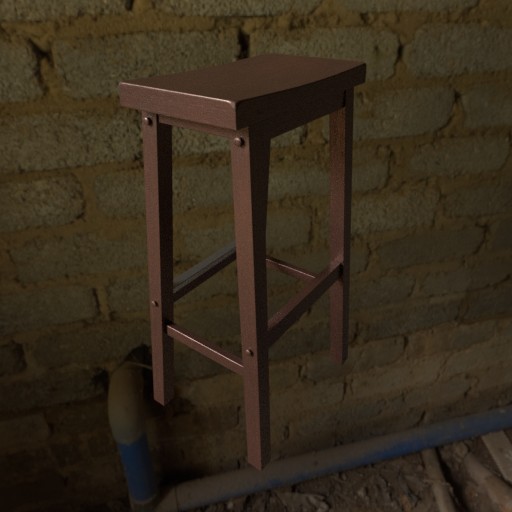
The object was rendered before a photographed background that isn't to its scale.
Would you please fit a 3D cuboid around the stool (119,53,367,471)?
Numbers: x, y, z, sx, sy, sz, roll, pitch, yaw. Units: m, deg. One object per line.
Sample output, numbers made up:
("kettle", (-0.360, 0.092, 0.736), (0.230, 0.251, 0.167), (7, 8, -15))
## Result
("stool", (0.000, 0.000, 0.951), (0.322, 0.742, 0.406), (21, 37, 30))
